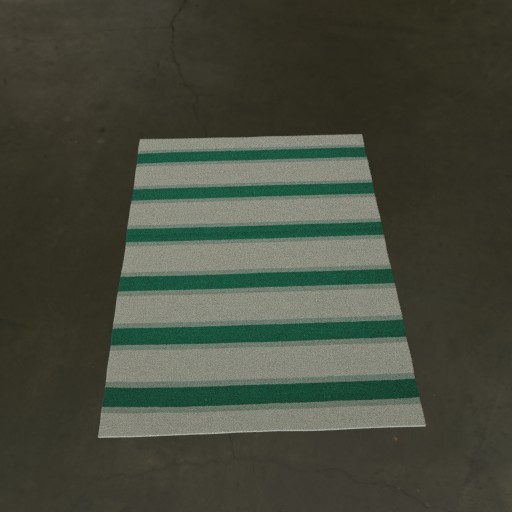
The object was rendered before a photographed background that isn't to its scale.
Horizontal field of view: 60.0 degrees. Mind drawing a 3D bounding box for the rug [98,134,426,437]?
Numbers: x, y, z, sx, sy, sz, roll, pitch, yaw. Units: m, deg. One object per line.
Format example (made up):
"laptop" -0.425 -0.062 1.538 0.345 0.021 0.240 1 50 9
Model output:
"rug" 0.000 0.000 4.058 2.434 0.019 3.041 -2 59 -1
